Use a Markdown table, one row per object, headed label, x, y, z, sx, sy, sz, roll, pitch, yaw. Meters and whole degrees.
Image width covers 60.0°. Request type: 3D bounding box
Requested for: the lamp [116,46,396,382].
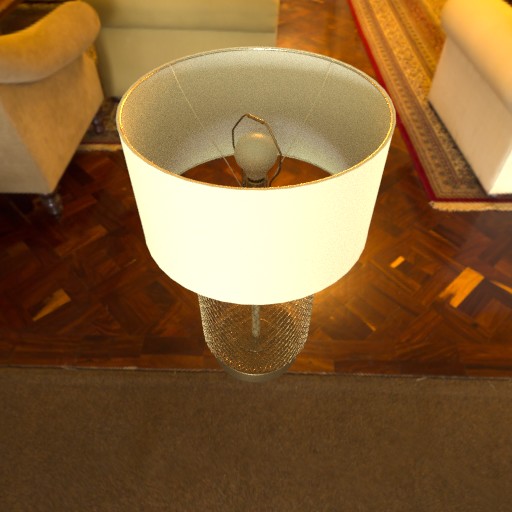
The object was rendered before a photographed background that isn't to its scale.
| label | x | y | z | sx | sy | sz | roll | pitch | yaw |
| --- | --- | --- | --- | --- | --- | --- | --- | --- | --- |
| lamp | 0.000 | 0.000 | 0.781 | 0.353 | 0.578 | 0.353 | 0 | 47 | 0 |
